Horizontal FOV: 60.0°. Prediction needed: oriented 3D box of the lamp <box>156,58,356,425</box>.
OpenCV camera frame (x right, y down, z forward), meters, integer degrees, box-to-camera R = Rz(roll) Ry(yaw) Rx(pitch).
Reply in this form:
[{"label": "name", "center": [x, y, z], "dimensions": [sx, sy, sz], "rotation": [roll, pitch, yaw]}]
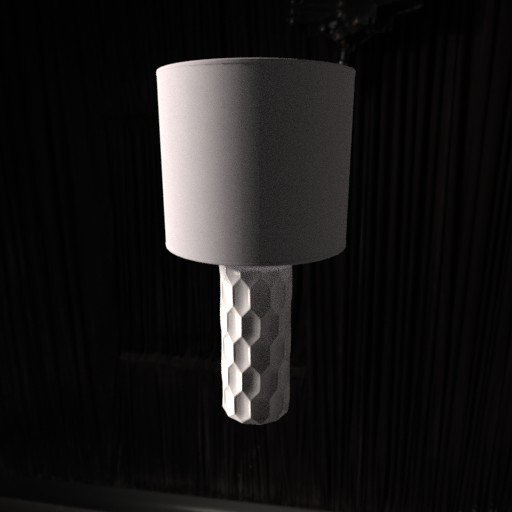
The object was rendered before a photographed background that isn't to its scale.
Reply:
[{"label": "lamp", "center": [0.000, 0.000, 0.700], "dimensions": [0.277, 0.537, 0.277], "rotation": [2, 16, 7]}]
